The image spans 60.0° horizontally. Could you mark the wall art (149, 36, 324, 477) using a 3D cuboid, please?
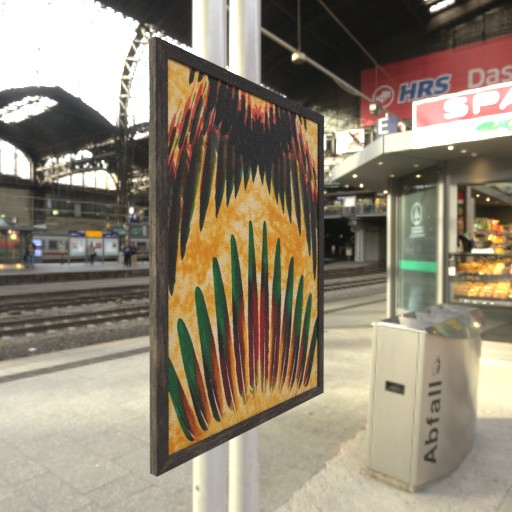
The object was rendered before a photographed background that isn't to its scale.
[{"bbox_3d":[0.000,0.000,1.398,0.029,1.066,0.812,1,1,38],"label":"wall art"}]
